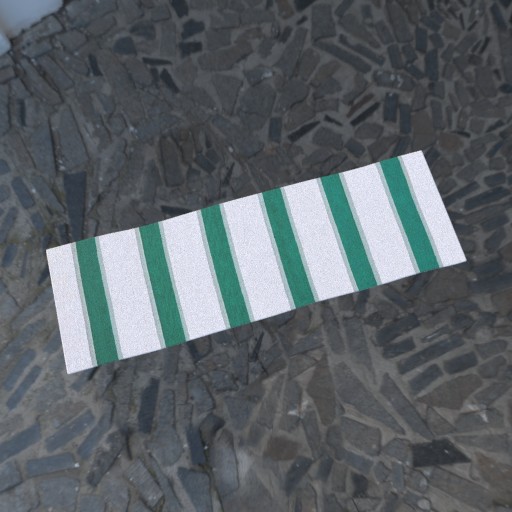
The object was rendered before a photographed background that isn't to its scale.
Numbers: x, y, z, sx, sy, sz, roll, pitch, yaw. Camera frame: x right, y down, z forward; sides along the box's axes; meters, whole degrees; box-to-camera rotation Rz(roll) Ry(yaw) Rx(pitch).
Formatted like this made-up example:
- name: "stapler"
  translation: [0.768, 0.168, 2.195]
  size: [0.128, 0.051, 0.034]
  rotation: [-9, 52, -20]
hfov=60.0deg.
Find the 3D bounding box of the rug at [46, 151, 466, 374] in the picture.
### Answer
- name: "rug"
  translation: [0.000, 0.000, 2.692]
  size: [2.438, 0.012, 0.768]
  rotation: [-15, 76, -4]
